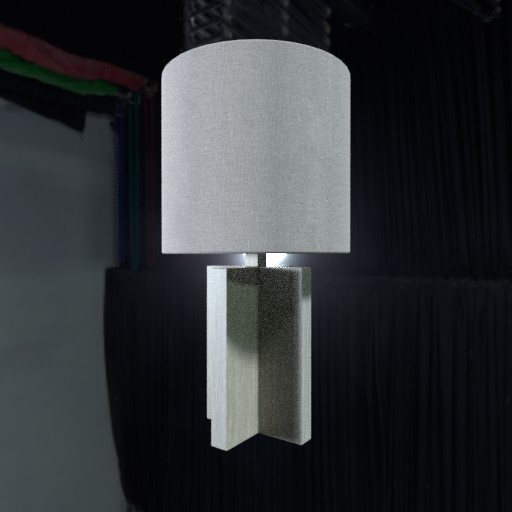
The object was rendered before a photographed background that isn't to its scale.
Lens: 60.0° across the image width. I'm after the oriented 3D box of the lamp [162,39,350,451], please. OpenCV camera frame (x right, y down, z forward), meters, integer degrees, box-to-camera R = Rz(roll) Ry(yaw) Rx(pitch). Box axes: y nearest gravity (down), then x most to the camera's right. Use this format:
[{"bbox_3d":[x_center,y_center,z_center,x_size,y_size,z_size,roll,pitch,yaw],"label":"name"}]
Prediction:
[{"bbox_3d":[0.000,0.000,0.550,0.229,0.428,0.229,0,1,35],"label":"lamp"}]
